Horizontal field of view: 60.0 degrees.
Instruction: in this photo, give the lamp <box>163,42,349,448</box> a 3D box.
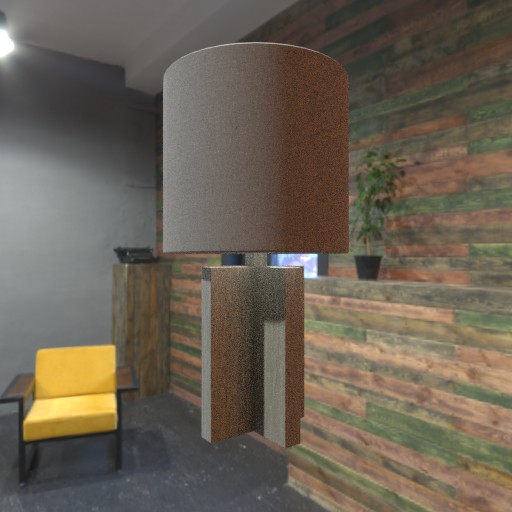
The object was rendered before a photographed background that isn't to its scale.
[{"bbox_3d":[0.000,0.000,0.557,0.229,0.428,0.229,0,0,-36],"label":"lamp"}]
